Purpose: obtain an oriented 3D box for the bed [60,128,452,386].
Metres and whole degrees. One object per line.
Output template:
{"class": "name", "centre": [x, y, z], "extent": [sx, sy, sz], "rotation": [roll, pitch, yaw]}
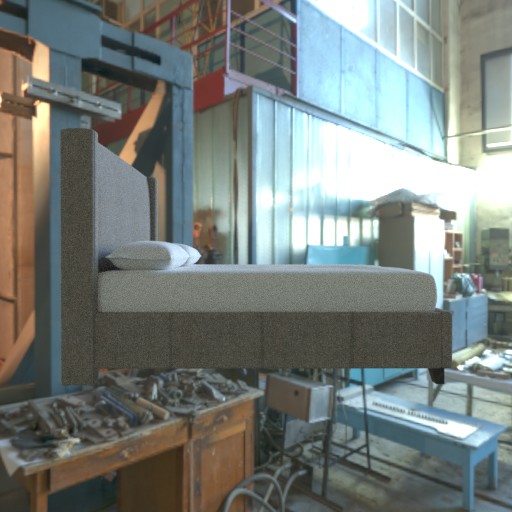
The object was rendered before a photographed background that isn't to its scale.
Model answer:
{"class": "bed", "centre": [0.000, 0.000, 3.377], "extent": [2.245, 1.481, 1.714], "rotation": [0, 0, -1]}
